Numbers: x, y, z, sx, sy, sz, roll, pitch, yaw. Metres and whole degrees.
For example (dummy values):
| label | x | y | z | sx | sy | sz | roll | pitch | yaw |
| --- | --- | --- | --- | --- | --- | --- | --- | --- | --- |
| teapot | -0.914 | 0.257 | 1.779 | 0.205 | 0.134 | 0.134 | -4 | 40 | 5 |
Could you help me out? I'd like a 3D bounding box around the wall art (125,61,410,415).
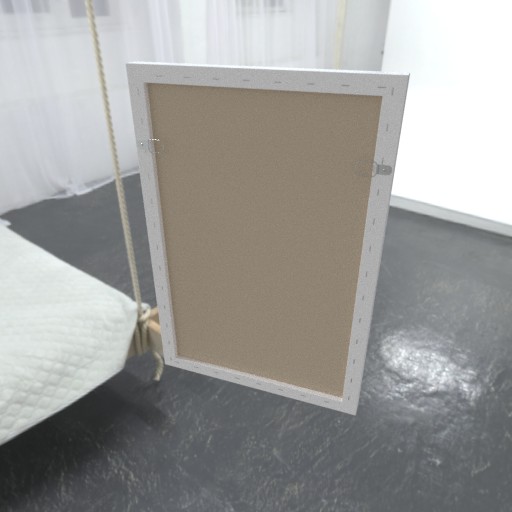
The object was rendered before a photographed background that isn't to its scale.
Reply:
| label | x | y | z | sx | sy | sz | roll | pitch | yaw |
| --- | --- | --- | --- | --- | --- | --- | --- | --- | --- |
| wall art | 0.000 | 0.000 | 1.161 | 0.624 | 0.914 | 0.043 | 10 | 31 | 17 |
